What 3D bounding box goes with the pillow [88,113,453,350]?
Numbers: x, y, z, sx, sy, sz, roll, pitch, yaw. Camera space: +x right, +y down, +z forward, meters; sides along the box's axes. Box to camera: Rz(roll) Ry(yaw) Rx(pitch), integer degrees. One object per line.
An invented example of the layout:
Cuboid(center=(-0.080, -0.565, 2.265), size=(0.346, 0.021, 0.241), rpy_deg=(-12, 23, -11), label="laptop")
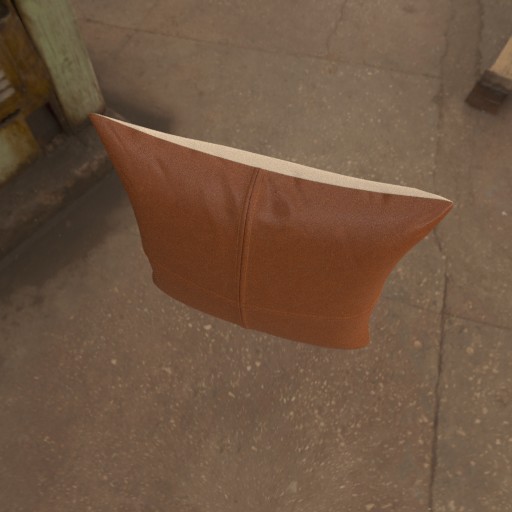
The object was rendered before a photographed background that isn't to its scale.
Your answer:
Cuboid(center=(0.000, 0.000, 0.773), size=(0.501, 0.477, 0.192), rpy_deg=(16, 59, 10), label="pillow")
